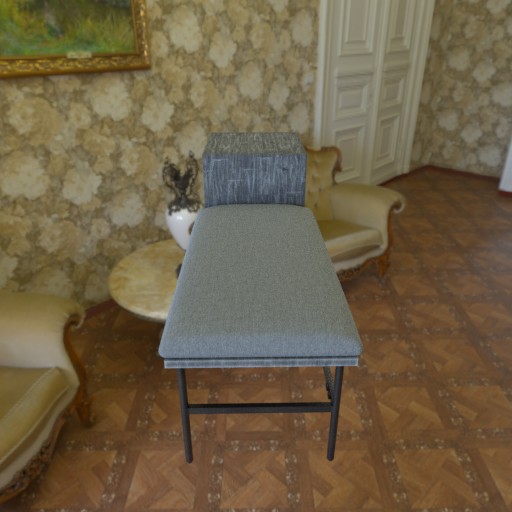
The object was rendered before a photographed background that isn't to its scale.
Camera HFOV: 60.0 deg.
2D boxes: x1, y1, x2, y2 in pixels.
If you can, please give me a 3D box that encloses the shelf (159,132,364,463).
[{"bbox_3d":[0.000,0.000,1.608,0.457,0.633,1.342,0,26,-1],"label":"shelf"}]
